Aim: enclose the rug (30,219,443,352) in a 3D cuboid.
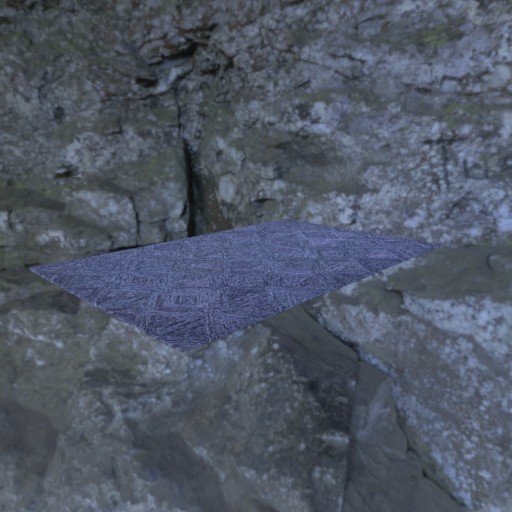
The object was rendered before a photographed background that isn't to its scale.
[{"bbox_3d":[0.000,0.000,2.207,1.158,0.013,1.752,14,20,42],"label":"rug"}]
